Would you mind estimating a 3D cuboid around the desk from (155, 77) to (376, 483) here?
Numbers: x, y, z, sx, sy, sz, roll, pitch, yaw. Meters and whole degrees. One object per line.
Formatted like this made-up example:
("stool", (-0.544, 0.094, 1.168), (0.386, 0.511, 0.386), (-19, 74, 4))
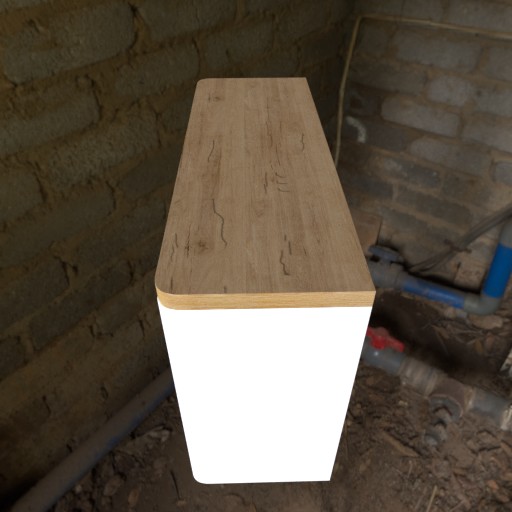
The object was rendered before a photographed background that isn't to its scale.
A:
("desk", (0.000, 0.000, 1.432), (0.390, 0.760, 1.100), (-1, 40, -1))
